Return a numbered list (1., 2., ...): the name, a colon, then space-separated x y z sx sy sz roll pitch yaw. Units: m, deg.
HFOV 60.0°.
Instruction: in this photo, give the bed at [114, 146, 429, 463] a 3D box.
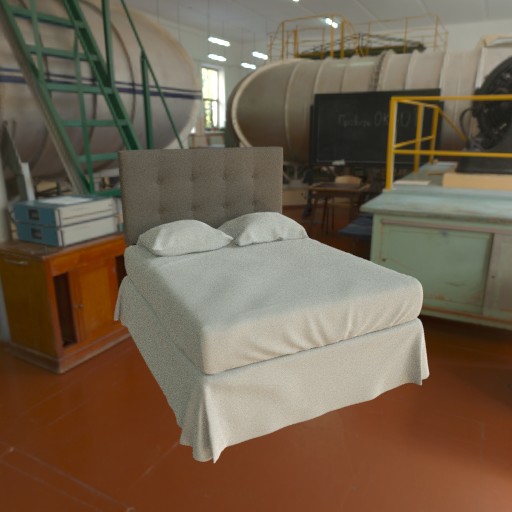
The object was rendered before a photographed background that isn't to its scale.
1. bed: 0.000 0.000 3.509 1.936 1.577 2.222 -8 18 -26
